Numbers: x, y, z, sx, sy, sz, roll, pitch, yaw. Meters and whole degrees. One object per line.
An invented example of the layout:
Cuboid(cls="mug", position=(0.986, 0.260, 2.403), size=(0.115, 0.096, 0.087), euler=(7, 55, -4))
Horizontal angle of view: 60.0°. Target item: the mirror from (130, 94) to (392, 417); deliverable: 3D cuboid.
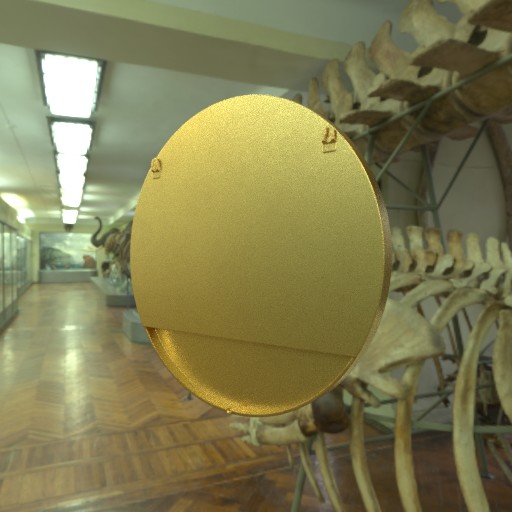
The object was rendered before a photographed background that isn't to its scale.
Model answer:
Cuboid(cls="mirror", position=(0.000, 0.000, 0.692), size=(0.457, 0.457, 0.133), euler=(0, 0, 37))
